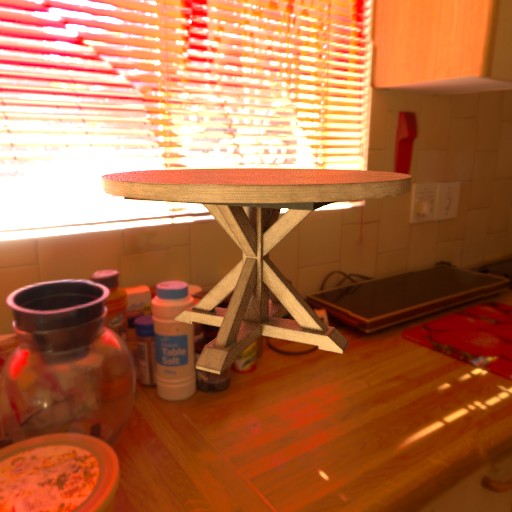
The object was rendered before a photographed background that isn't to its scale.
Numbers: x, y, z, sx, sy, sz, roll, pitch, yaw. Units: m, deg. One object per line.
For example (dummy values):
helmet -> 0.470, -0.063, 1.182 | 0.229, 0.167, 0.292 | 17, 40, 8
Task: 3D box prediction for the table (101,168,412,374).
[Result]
table -> 0.000, 0.000, 2.137 | 1.363, 0.781, 1.363 | 0, 13, 0
